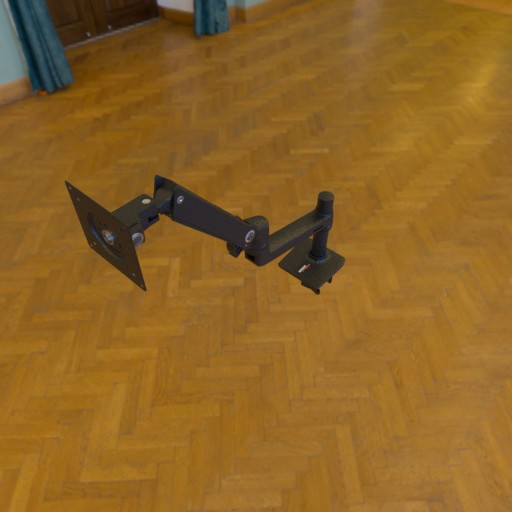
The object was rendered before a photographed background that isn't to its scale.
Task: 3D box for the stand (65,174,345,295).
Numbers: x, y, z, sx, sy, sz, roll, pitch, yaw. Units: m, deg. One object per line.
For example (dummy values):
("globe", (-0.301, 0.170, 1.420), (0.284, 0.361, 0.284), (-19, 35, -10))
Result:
("stand", (0.000, 0.000, 1.016), (0.152, 0.713, 0.650), (32, 54, 27))
